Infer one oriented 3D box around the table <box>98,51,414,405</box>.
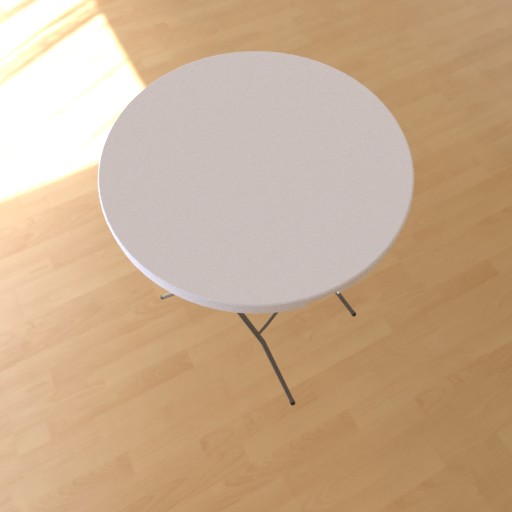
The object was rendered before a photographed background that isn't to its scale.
[{"bbox_3d":[0.000,0.000,1.610,0.795,1.105,0.792,34,68,16],"label":"table"}]
